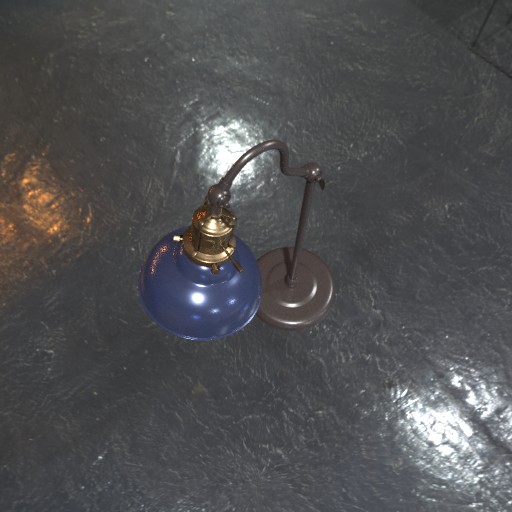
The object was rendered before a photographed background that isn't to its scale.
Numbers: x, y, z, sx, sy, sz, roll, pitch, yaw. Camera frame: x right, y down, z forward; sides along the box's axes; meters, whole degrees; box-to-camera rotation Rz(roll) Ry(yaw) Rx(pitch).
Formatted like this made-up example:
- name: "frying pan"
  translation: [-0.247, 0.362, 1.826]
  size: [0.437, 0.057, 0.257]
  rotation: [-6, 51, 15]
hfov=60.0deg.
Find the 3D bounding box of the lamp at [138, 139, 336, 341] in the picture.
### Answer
- name: "lamp"
  translation: [0.000, 0.000, 0.701]
  size: [0.374, 0.508, 0.192]
  rotation: [-33, 67, -15]
